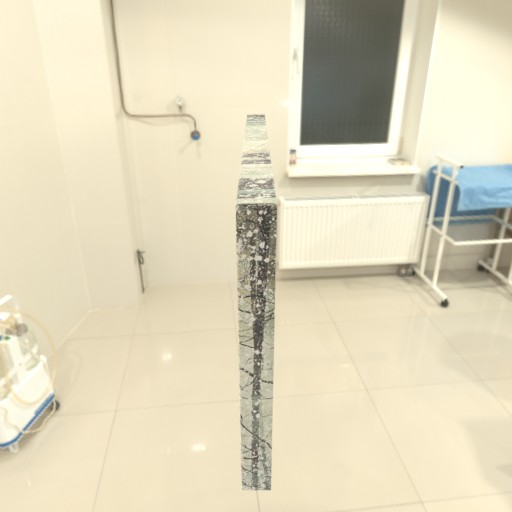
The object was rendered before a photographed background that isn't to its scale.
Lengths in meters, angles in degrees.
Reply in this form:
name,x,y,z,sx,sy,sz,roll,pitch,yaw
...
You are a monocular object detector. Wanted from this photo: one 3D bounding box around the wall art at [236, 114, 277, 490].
name,x,y,z,sx,sy,sz,roll,pitch,yaw
wall art,0.000,0.000,0.782,0.042,0.398,0.618,0,25,0
